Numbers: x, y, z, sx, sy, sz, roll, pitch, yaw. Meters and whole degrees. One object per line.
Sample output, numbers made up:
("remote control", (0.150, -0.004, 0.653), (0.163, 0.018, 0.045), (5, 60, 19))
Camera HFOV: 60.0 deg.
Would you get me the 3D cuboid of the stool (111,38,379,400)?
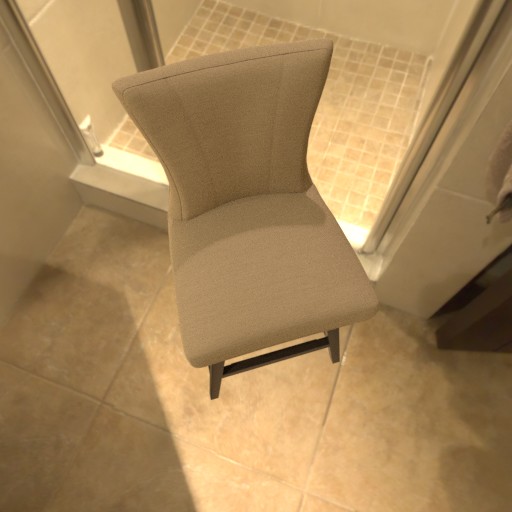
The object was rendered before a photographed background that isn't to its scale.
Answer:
("stool", (0.000, 0.000, 1.305), (0.514, 1.000, 0.574), (-15, 64, -7))
